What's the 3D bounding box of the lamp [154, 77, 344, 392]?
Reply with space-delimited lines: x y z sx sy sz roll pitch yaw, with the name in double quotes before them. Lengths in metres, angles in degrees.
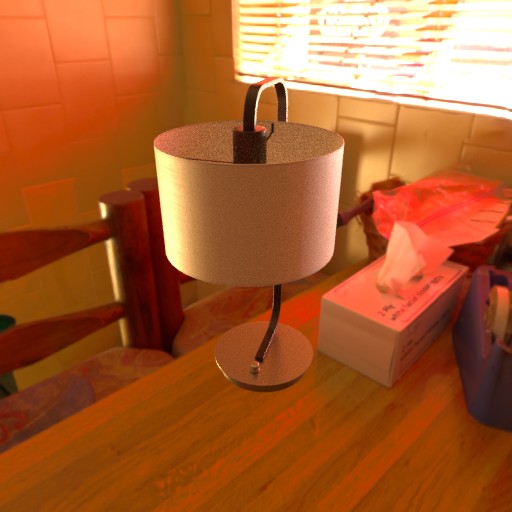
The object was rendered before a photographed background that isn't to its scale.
"lamp" 0.000 0.000 0.651 0.230 0.473 0.288 8 29 15
